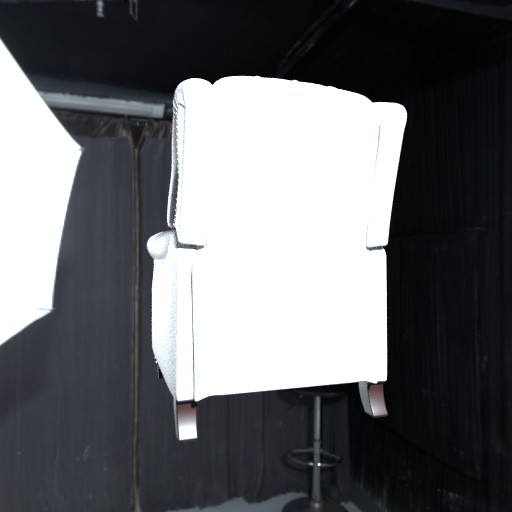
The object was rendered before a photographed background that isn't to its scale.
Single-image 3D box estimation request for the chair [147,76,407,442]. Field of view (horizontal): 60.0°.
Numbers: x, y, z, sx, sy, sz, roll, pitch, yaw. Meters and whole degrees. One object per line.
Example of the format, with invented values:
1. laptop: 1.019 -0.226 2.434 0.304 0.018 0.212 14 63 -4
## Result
1. chair: 0.000 0.000 1.642 0.742 1.035 0.902 0 0 -18
